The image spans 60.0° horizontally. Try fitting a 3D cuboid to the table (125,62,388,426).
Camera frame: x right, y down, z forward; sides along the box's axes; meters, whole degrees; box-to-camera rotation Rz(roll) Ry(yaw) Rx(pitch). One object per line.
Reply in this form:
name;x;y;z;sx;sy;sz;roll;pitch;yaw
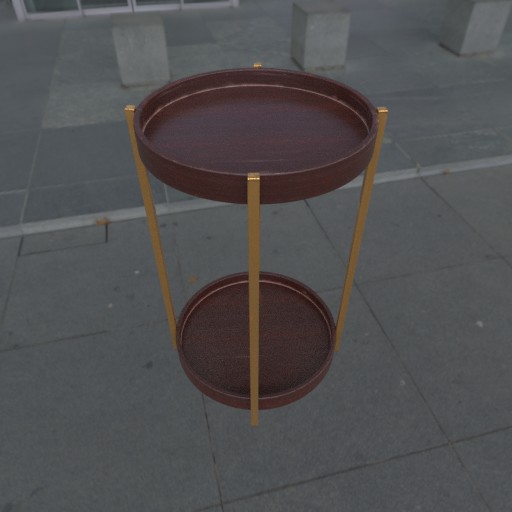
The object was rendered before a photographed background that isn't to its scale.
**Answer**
table;0.000;0.000;0.881;0.400;0.610;0.400;1;42;1
